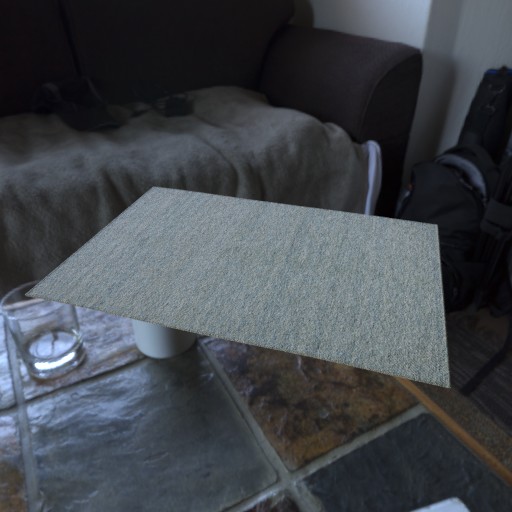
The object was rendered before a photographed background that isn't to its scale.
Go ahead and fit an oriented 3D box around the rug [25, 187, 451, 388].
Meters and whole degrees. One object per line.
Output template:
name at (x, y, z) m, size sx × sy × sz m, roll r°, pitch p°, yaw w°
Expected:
rug at (0.000, 0.000, 2.864) m, size 2.283 × 0.013 × 1.547 m, roll 9°, pitch 34°, yaw 14°
